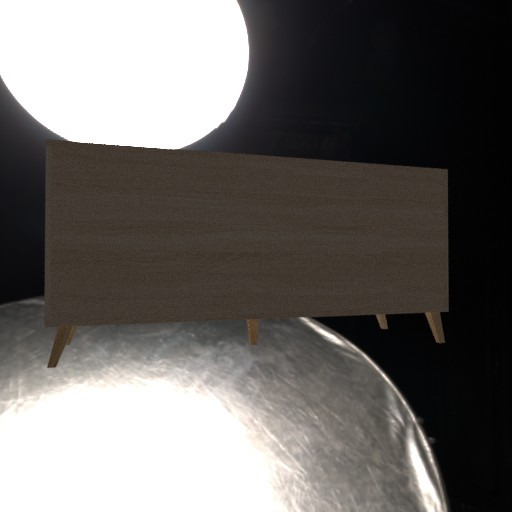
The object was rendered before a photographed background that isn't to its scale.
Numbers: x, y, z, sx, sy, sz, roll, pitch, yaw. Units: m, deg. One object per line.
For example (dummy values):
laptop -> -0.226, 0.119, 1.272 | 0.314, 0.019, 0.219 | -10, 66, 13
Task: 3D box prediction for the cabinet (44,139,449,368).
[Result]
cabinet -> 0.000, 0.000, 1.982 | 1.649, 0.780, 0.500 | 0, -1, -17
